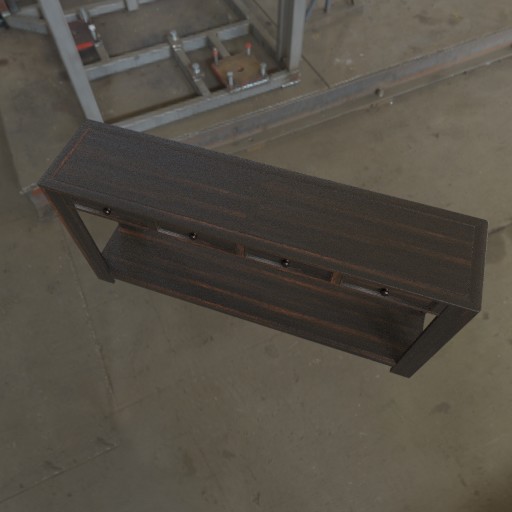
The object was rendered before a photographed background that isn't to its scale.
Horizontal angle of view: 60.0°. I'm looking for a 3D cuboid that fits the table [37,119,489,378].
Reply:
[{"bbox_3d":[0.000,0.000,1.954,1.631,0.762,0.384,16,60,10],"label":"table"}]
